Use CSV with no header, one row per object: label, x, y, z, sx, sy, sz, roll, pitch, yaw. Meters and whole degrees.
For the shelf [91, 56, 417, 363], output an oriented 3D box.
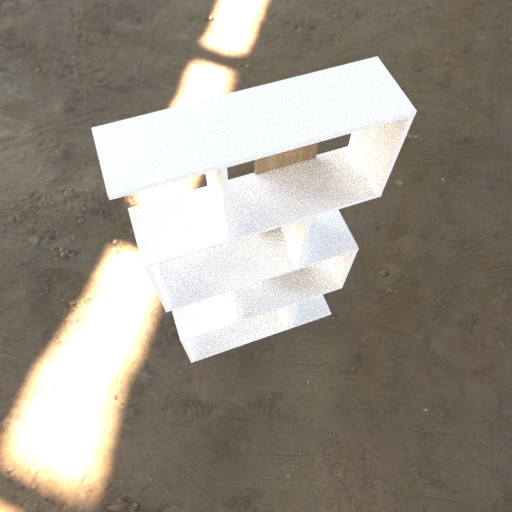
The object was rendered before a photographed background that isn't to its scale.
shelf,0.000,0.000,1.983,0.890,1.650,0.250,-17,63,-9
